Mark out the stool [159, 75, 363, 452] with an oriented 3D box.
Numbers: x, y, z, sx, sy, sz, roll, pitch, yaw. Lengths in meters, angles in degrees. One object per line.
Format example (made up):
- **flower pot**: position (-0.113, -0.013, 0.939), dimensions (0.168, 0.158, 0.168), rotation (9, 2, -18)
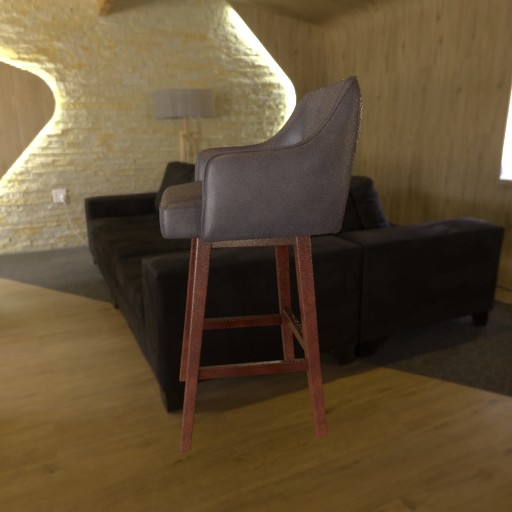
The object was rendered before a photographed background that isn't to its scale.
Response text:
- **stool**: position (0.000, 0.000, 1.388), dimensions (0.560, 1.041, 0.550), rotation (-2, 15, -9)
